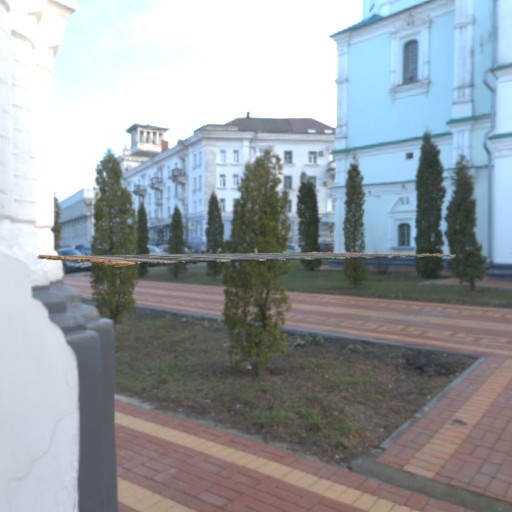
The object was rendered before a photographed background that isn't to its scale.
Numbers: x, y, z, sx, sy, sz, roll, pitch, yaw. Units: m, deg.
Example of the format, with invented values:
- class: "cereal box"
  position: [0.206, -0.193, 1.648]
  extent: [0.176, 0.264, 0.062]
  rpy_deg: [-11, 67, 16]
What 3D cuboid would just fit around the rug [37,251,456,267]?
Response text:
- class: "rug"
  position: [0.000, 0.000, 2.363]
  extent: [1.936, 0.028, 1.181]
  rpy_deg: [-1, 2, -37]
